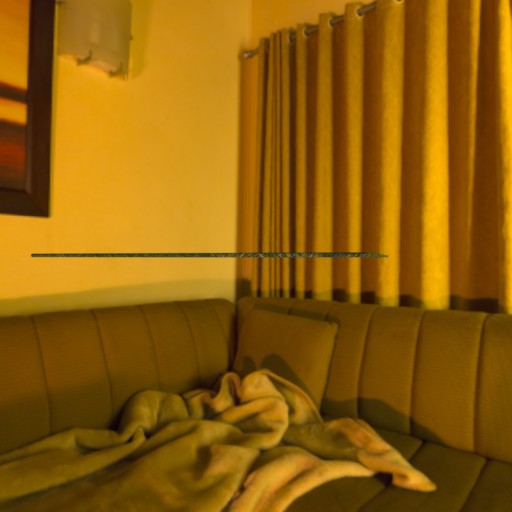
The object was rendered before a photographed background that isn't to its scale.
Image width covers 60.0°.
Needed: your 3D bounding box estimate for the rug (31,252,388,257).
[{"bbox_3d":[0.000,0.000,4.386,2.405,0.027,3.217,0,0,19],"label":"rug"}]
